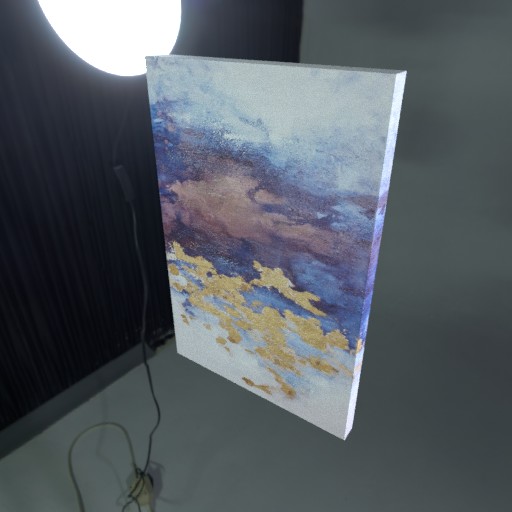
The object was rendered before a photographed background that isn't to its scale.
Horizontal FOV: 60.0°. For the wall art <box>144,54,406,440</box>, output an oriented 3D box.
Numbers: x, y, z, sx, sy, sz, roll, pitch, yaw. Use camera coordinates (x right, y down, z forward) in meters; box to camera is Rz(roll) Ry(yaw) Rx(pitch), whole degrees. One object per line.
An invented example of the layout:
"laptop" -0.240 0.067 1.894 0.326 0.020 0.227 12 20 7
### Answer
"wall art" 0.000 0.000 1.085 0.583 0.874 0.048 19 34 30
